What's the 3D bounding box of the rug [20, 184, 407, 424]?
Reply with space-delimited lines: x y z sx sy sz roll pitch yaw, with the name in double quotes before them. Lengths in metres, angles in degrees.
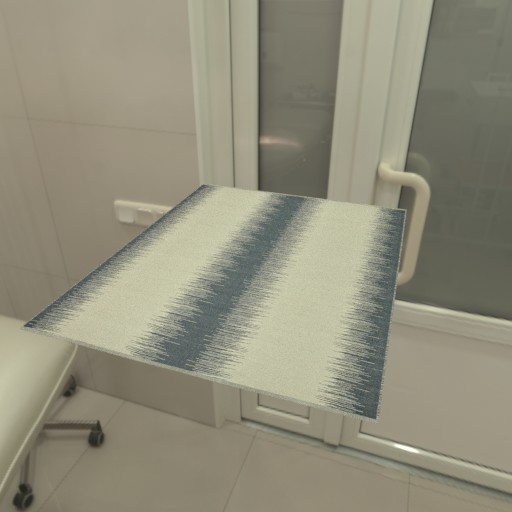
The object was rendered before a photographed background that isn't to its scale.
"rug" 0.000 0.000 3.982 2.453 0.004 3.037 10 31 17
